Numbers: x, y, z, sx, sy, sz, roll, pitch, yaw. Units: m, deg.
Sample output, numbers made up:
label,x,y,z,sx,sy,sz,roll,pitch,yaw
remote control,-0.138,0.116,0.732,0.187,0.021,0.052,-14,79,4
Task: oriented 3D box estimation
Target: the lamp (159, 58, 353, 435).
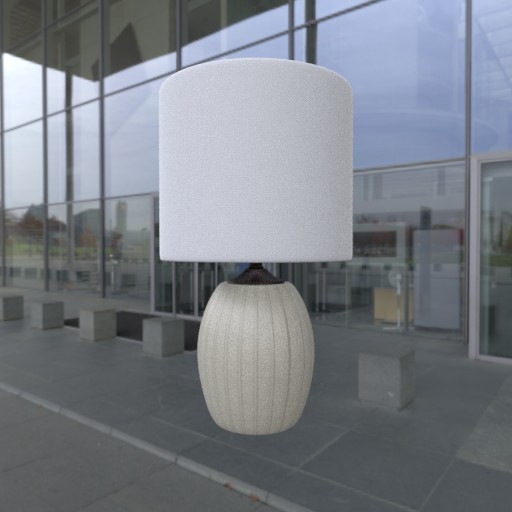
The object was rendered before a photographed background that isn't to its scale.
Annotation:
label,x,y,z,sx,sy,sz,roll,pitch,yaw
lamp,0.000,0.000,0.773,0.329,0.570,0.329,-1,1,-37
